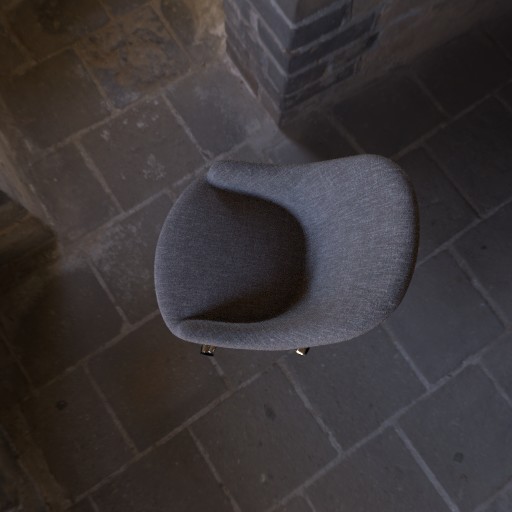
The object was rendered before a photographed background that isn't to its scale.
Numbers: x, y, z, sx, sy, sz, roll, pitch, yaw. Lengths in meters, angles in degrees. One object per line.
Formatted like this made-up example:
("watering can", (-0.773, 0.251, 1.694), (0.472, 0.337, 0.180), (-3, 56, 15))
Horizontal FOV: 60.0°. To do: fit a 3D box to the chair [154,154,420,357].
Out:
("chair", (0.000, 0.000, 1.411), (0.712, 0.950, 0.671), (9, 77, 2))
